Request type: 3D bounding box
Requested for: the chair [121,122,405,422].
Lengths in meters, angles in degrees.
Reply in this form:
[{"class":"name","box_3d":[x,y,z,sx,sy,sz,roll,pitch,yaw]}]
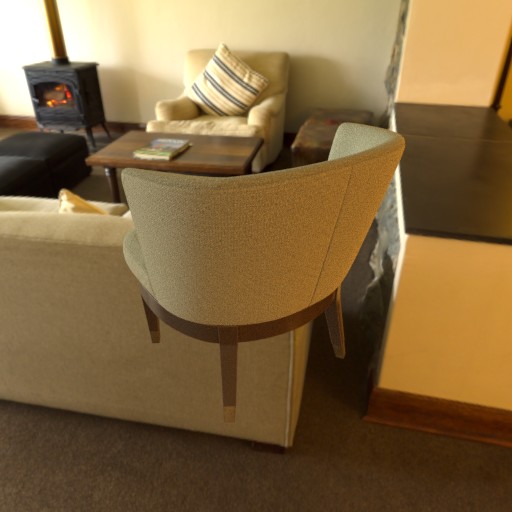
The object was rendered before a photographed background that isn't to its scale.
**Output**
[{"class":"chair","box_3d":[0.000,0.000,1.304,0.700,0.760,0.660,-20,36,-30]}]
